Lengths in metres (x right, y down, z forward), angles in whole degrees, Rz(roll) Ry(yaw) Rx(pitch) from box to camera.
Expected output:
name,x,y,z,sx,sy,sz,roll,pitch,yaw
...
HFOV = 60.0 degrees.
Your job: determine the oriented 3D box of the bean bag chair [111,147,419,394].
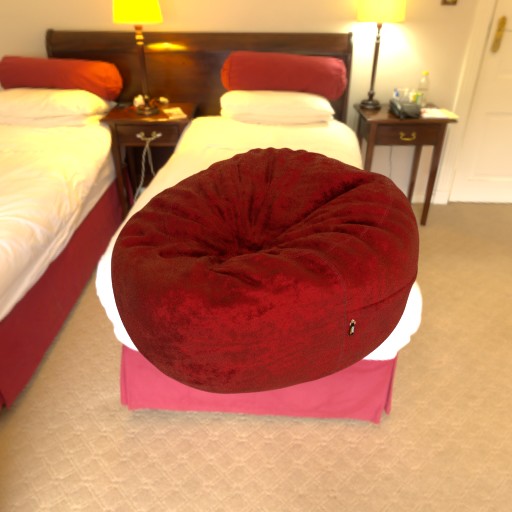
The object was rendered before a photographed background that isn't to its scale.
name,x,y,z,sx,sy,sz,roll,pitch,yaw
bean bag chair,0.000,0.000,2.428,1.524,0.878,1.524,-20,37,-30
